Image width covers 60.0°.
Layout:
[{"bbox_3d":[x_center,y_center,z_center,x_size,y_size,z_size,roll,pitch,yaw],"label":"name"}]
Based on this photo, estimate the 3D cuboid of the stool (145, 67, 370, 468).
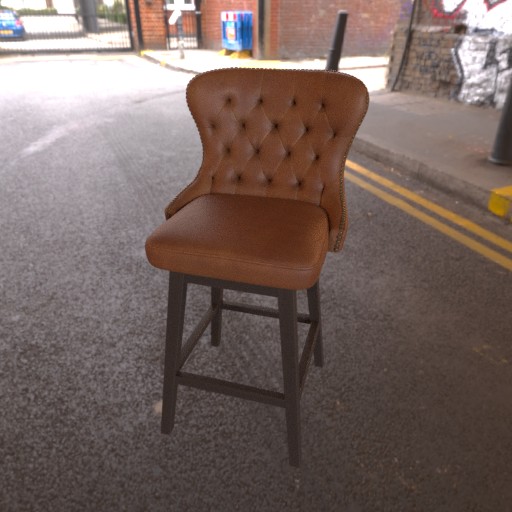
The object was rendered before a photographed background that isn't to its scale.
[{"bbox_3d":[0.000,0.000,1.301,0.528,0.971,0.593,8,30,14],"label":"stool"}]
